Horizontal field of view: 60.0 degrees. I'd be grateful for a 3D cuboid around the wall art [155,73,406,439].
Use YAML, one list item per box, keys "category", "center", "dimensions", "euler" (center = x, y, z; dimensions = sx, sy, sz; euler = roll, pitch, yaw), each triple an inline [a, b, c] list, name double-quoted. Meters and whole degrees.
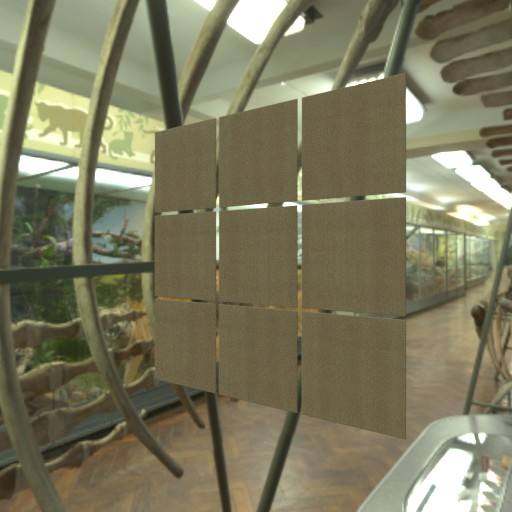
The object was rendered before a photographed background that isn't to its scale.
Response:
- category: "wall art"
  center: [0.000, 0.000, 2.263]
  dimensions: [1.517, 1.505, 0.002]
  euler: [0, 0, 36]
